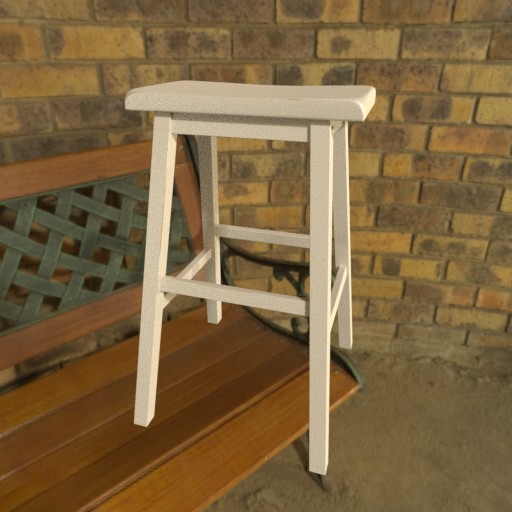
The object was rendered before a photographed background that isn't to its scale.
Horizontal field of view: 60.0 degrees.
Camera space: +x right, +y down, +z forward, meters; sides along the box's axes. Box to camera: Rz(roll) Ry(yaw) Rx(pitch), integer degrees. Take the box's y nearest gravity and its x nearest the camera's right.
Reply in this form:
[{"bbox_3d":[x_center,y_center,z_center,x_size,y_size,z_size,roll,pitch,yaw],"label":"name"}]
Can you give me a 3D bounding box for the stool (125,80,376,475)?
[{"bbox_3d":[0.000,0.000,1.034,0.457,0.737,0.476,8,27,16],"label":"stool"}]
